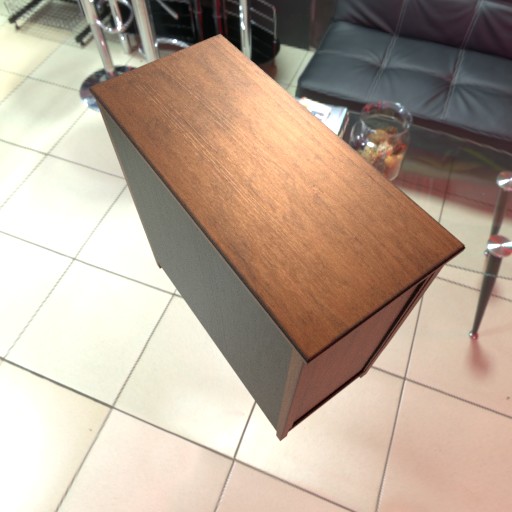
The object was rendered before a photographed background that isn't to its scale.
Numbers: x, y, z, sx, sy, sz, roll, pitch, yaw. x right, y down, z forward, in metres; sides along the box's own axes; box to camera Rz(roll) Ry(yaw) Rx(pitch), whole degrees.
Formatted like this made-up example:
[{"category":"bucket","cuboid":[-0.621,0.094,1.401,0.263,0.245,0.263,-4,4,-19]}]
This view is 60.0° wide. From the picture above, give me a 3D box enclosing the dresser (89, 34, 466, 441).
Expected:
[{"category":"dresser","cuboid":[0.000,0.000,1.935,0.591,1.224,1.250,-31,63,-18]}]
